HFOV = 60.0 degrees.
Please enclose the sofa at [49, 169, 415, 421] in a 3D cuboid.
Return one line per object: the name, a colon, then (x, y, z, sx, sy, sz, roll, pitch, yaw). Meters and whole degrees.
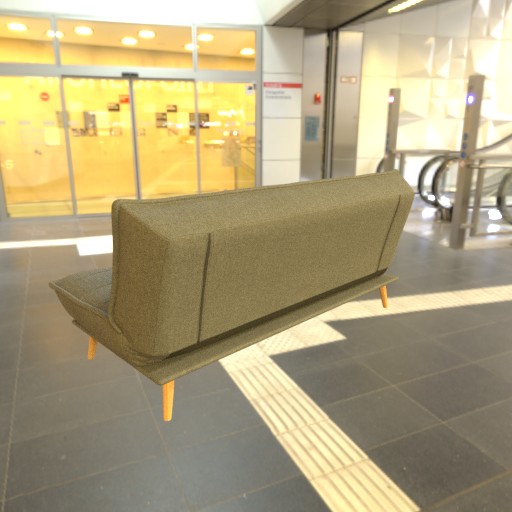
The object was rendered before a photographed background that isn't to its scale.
sofa: (0.000, 0.000, 2.474, 1.940, 0.890, 0.950, -15, 21, -42)
